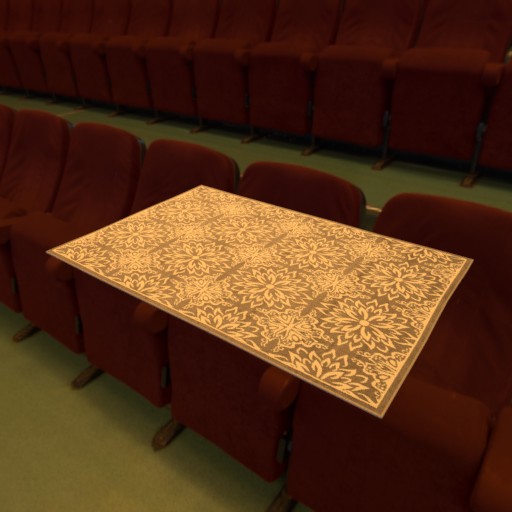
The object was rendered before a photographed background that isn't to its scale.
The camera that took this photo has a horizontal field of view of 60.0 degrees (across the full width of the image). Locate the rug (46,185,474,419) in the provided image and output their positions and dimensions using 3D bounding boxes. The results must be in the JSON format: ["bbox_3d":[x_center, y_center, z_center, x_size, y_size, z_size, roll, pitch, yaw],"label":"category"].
[{"bbox_3d":[0.000,0.000,2.288,1.847,0.012,1.224,19,35,31],"label":"rug"}]
